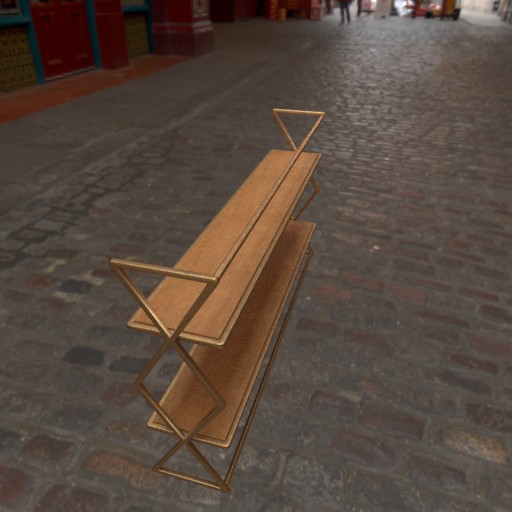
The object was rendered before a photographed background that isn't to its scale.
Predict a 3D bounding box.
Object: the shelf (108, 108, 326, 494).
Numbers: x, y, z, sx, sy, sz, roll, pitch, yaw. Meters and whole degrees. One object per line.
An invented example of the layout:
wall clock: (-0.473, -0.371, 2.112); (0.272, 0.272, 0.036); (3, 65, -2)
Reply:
shelf: (0.000, 0.000, 0.997); (0.150, 0.450, 0.822); (9, 33, 14)
